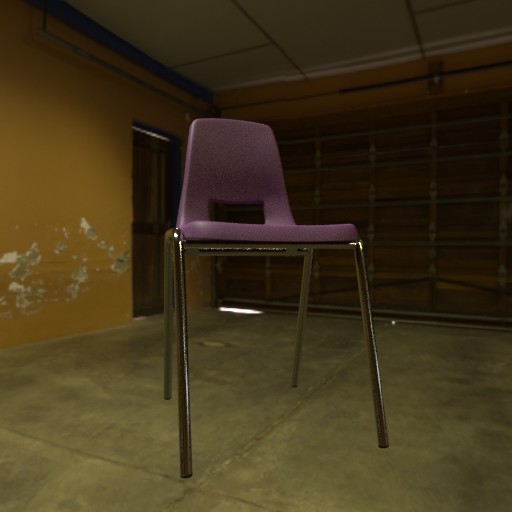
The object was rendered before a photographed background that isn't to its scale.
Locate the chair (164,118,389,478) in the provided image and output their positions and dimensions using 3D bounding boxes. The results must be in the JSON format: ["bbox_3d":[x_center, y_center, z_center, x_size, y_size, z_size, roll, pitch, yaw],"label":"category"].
[{"bbox_3d":[0.000,0.000,0.953,0.381,0.704,0.432,0,0,-17],"label":"chair"}]
